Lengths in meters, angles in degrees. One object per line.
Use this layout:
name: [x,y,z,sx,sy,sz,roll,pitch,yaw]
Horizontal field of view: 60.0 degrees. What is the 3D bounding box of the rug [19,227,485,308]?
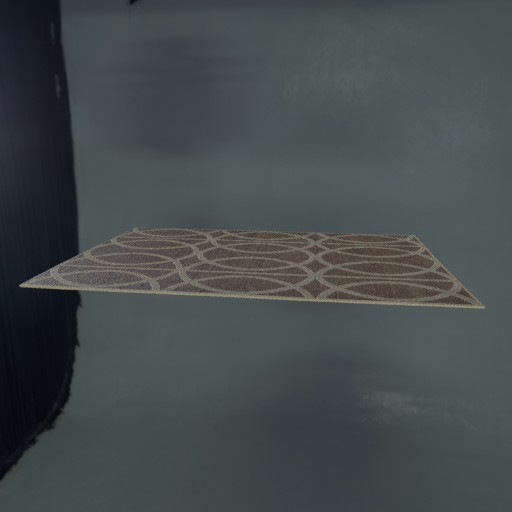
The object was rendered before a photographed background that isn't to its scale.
rug: [0.000,0.000,2.869,2.290,0.014,1.526,2,15,7]
